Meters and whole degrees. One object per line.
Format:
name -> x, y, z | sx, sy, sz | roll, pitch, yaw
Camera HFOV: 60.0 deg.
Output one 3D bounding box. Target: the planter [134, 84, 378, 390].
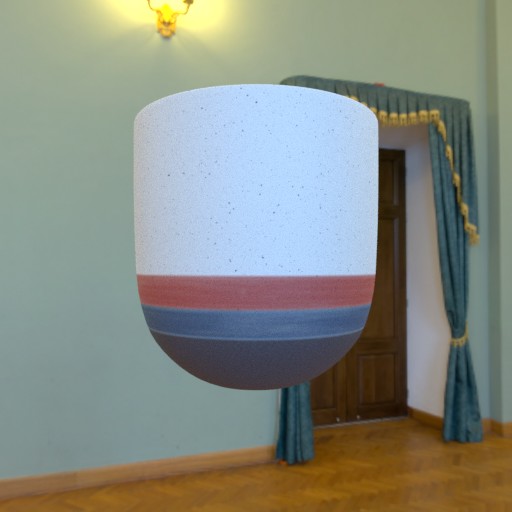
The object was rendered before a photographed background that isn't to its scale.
planter -> 0.000, 0.000, 0.380 | 0.204, 0.214, 0.204 | 0, -1, 0
